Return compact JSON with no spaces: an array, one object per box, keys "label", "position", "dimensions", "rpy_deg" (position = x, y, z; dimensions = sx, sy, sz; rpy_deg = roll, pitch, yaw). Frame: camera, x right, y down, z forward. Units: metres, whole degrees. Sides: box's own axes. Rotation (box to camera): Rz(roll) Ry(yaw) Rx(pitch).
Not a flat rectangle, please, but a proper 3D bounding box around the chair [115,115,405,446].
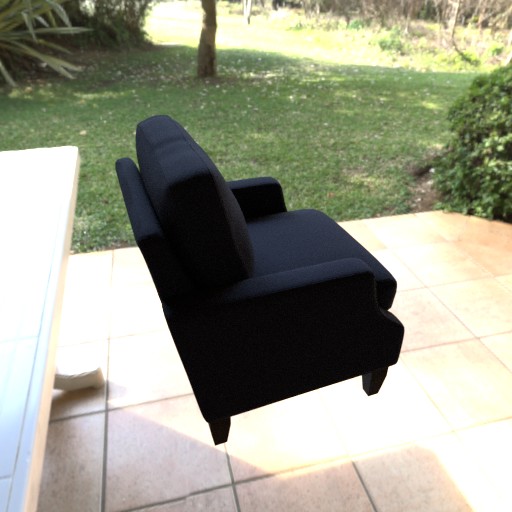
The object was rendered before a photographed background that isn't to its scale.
[{"label":"chair","position":[0.000,0.000,1.703],"dimensions":[0.897,0.991,0.855],"rpy_deg":[-11,34,-17]}]
